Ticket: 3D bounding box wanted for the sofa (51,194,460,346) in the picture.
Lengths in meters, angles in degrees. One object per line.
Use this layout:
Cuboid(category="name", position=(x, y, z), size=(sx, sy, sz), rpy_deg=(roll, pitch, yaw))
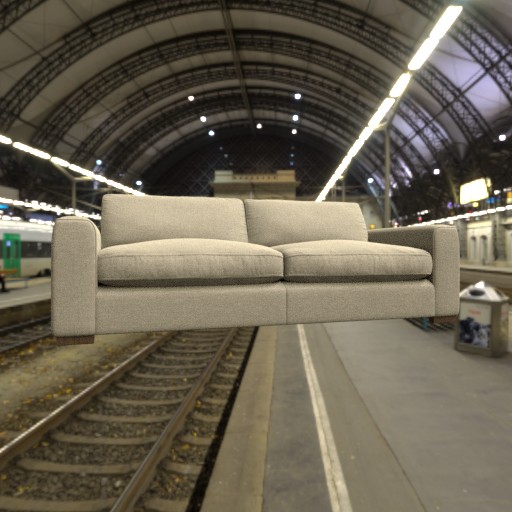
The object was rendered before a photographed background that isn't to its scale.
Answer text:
Cuboid(category="sofa", position=(0.000, 0.000, 2.791), size=(2.262, 0.801, 1.070), rpy_deg=(0, 1, -18))
